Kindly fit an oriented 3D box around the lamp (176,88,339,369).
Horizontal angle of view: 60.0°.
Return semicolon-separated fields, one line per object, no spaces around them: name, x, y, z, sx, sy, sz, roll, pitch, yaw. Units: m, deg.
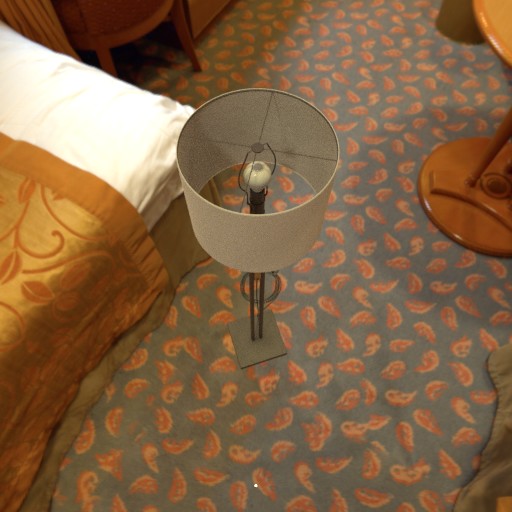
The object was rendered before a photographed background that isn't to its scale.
lamp;0.000;0.000;1.888;0.474;1.650;0.639;-16;64;-8
